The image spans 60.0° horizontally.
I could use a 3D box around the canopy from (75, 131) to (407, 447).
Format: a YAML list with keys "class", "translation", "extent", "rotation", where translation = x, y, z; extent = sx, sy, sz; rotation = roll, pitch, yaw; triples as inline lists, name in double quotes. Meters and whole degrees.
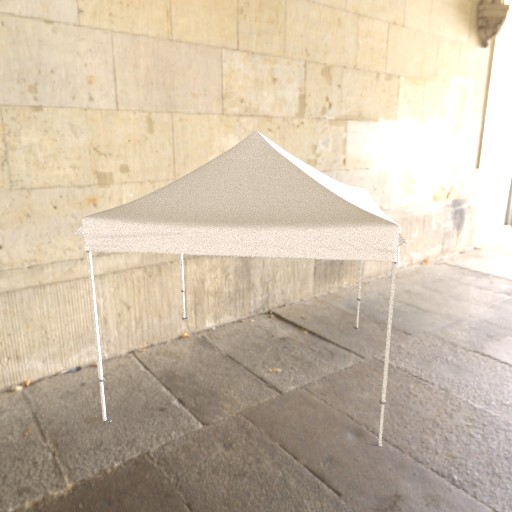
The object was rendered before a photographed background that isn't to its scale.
- class: "canopy"
  translation: [0.000, 0.000, 5.514]
  extent: [2.994, 2.998, 2.996]
  rotation: [2, 15, 8]
